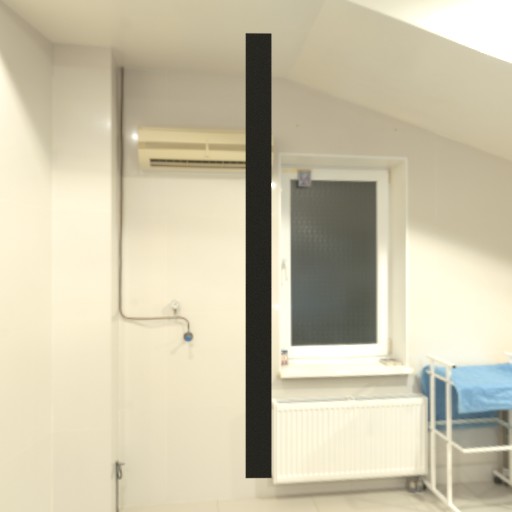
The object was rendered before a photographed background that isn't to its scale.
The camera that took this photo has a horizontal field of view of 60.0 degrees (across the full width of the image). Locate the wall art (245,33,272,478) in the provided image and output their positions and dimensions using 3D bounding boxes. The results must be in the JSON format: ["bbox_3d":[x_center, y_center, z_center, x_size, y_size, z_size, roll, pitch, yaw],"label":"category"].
[{"bbox_3d":[0.000,0.000,0.566,0.024,0.404,0.329,0,0,-1],"label":"wall art"}]
